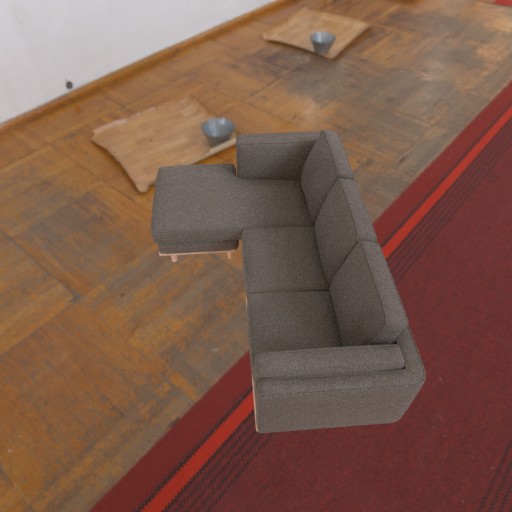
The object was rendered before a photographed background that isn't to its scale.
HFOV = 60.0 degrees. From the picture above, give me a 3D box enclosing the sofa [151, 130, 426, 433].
[{"bbox_3d":[0.000,0.000,3.214,1.604,0.929,2.411,-3,47,-3],"label":"sofa"}]
